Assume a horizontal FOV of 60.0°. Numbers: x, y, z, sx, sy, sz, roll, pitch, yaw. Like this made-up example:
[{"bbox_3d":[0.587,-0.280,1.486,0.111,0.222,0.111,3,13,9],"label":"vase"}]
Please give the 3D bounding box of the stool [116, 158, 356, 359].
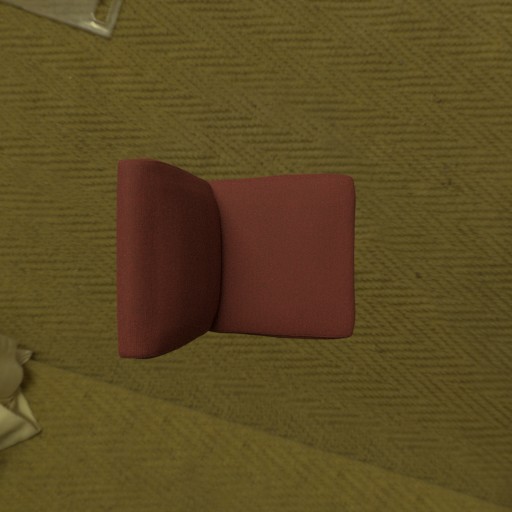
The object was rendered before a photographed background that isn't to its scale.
[{"bbox_3d":[0.000,0.000,1.410,0.562,1.093,0.468,0,91,0],"label":"stool"}]
